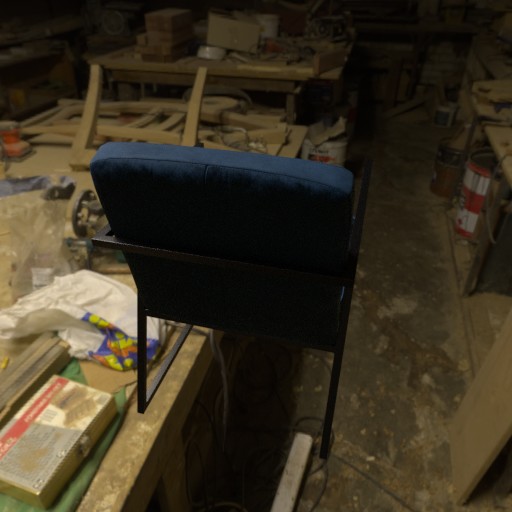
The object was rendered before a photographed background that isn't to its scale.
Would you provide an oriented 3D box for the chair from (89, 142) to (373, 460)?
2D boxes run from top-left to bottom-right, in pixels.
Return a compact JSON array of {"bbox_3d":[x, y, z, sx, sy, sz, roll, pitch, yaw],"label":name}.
[{"bbox_3d":[0.000,0.000,1.279,0.571,0.833,0.677,9,35,13],"label":"chair"}]
